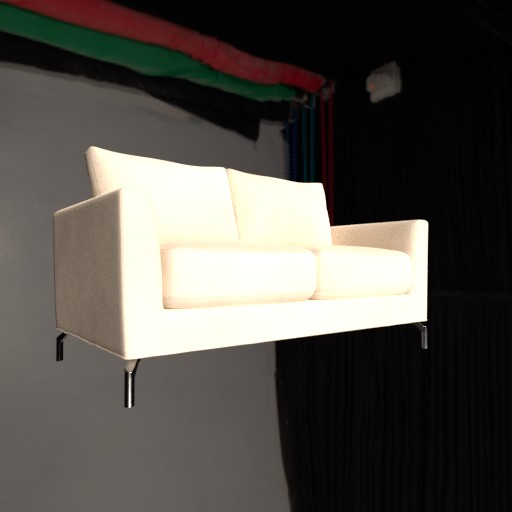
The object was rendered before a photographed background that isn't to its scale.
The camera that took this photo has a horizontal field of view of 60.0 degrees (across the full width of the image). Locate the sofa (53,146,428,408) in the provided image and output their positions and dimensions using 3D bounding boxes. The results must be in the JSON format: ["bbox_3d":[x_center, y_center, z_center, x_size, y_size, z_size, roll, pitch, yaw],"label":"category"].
[{"bbox_3d":[0.000,0.000,2.257,1.739,0.995,0.906,1,-2,-37],"label":"sofa"}]
